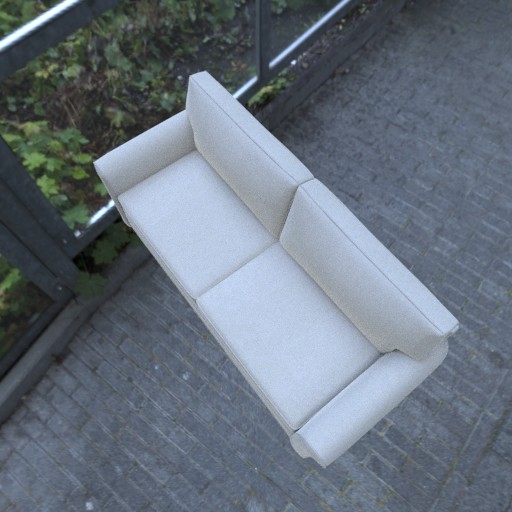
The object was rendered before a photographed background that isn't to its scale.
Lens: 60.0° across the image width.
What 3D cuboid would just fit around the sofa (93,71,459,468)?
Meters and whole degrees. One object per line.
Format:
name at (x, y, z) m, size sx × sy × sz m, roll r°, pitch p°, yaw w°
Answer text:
sofa at (0.000, 0.000, 2.566) m, size 0.901 × 0.962 × 2.146 m, roll -35°, pitch 69°, yaw -15°
